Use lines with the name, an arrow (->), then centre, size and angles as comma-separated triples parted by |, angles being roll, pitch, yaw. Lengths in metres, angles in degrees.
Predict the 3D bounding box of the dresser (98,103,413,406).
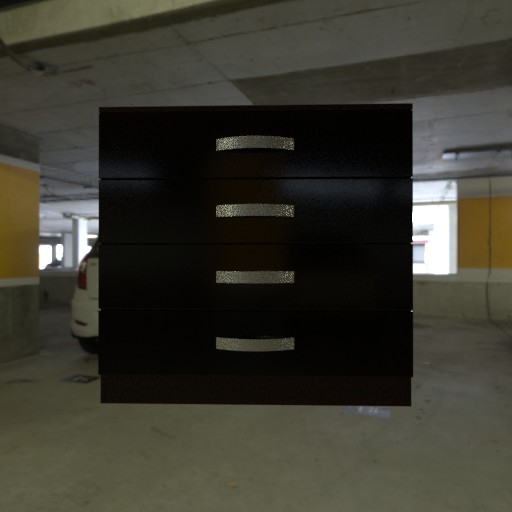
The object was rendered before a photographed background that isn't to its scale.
dresser -> 0.000, 0.000, 1.207 | 0.750, 0.720, 0.360 | 0, 0, 2
